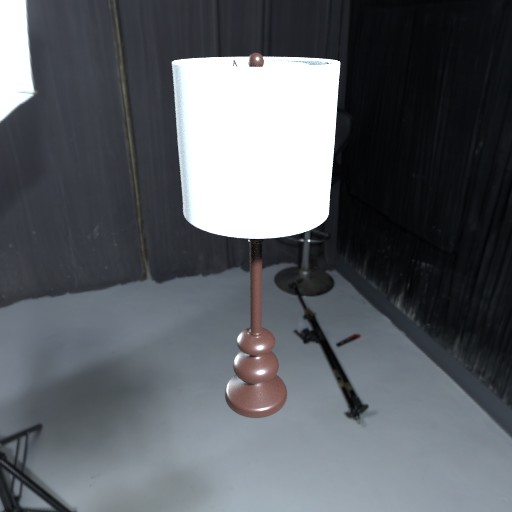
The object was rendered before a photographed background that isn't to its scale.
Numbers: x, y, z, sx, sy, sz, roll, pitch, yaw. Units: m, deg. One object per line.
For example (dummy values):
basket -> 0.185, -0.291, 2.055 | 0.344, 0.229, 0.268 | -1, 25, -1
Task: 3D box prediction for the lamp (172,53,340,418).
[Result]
lamp -> 0.000, 0.000, 0.827 | 0.254, 0.690, 0.254 | -9, 28, -16
